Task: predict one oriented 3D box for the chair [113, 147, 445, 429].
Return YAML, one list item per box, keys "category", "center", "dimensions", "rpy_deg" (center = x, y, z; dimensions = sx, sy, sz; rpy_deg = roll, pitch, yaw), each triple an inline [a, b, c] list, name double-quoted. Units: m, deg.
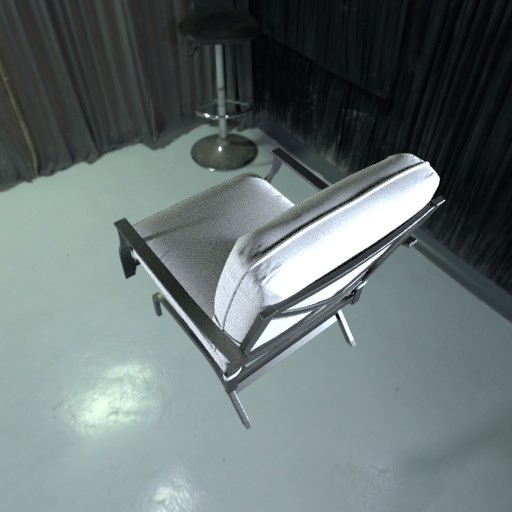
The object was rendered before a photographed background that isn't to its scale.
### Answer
- category: "chair"
  center: [0.000, 0.000, 1.409]
  dimensions: [0.650, 0.860, 0.787]
  rpy_deg: [-30, 53, -25]
